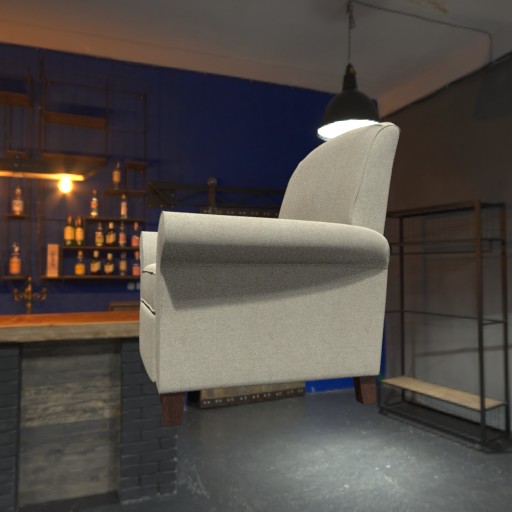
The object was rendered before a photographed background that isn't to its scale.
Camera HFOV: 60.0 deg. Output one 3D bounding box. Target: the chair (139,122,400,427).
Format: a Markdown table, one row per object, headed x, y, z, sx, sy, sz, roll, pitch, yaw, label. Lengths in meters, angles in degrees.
| x | y | z | sx | sy | sz | roll | pitch | yaw | label |
| --- | --- | --- | --- | --- | --- | --- | --- | --- | --- |
| 0.000 | 0.000 | 1.826 | 0.905 | 1.061 | 0.978 | 0 | -1 | -18 | chair |
